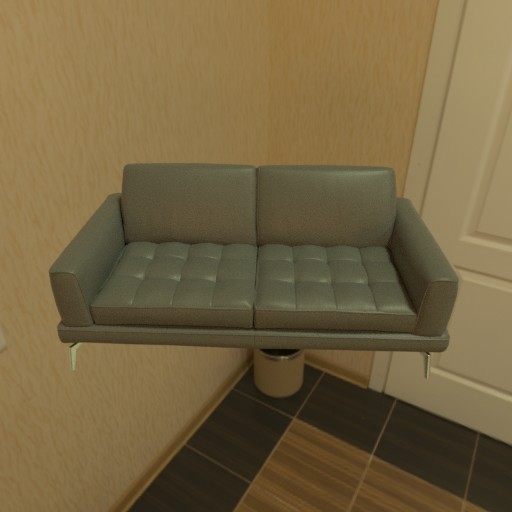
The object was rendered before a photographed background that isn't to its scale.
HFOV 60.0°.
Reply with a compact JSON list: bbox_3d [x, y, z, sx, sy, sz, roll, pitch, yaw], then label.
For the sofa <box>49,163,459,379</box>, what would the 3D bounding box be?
[{"bbox_3d":[0.000,0.000,2.757,2.177,0.930,1.121,1,31,2],"label":"sofa"}]
